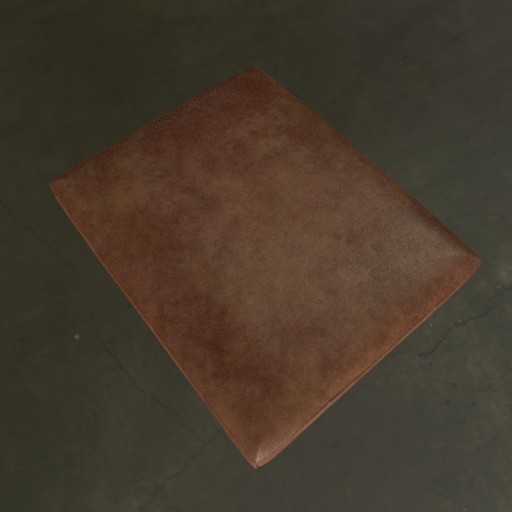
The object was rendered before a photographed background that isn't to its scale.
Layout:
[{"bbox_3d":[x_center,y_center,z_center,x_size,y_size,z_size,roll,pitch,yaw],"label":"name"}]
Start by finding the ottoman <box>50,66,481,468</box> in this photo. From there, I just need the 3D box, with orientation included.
[{"bbox_3d":[0.000,0.000,1.733,0.965,0.667,1.186,-36,69,-16],"label":"ottoman"}]
